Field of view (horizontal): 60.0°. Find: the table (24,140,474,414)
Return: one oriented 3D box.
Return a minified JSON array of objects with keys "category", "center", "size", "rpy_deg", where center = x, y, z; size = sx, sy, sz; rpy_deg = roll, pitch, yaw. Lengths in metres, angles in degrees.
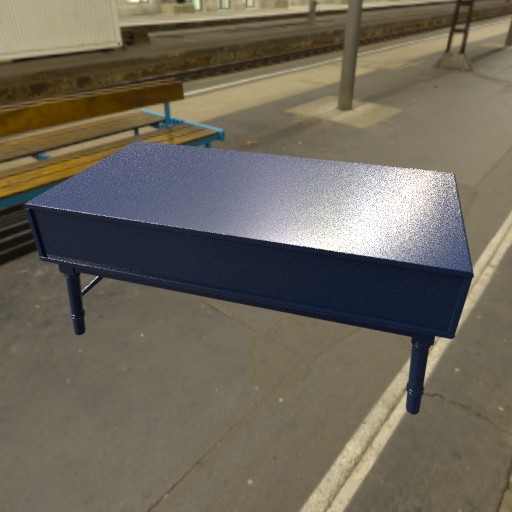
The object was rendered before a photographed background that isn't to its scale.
[{"category":"table","center":[0.000,0.000,1.345],"size":[1.067,0.457,0.572],"rpy_deg":[9,33,15]}]
